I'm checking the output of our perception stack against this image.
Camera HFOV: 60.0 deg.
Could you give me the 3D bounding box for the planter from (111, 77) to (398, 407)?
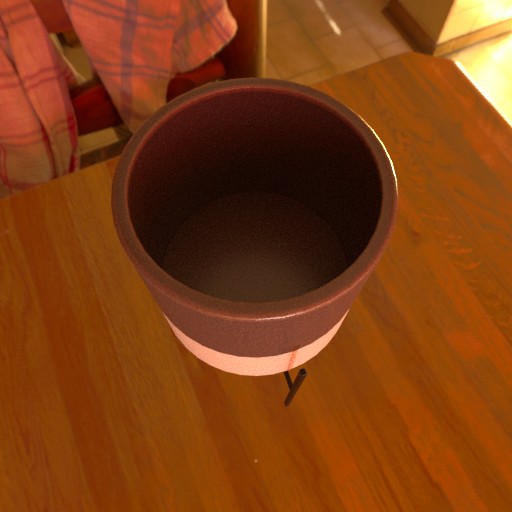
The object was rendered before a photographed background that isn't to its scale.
[{"bbox_3d":[0.000,0.000,0.525,0.250,0.353,0.260,32,69,14],"label":"planter"}]
